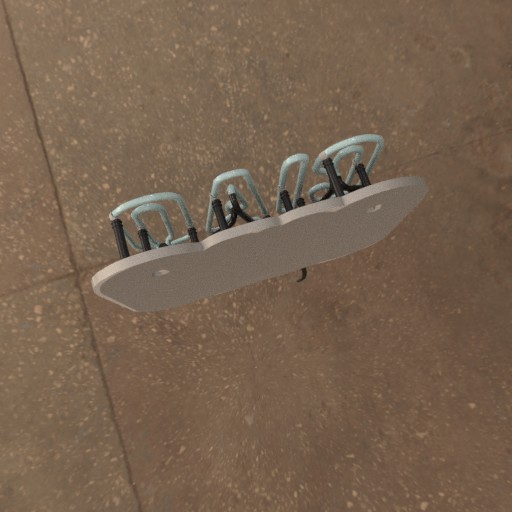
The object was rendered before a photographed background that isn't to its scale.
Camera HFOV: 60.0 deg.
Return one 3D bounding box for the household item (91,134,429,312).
[{"bbox_3d":[0.000,0.000,0.383,0.211,0.294,0.042,-17,77,-4],"label":"household item"}]
